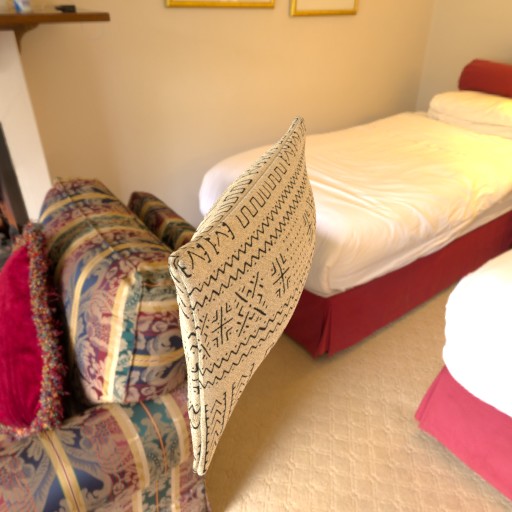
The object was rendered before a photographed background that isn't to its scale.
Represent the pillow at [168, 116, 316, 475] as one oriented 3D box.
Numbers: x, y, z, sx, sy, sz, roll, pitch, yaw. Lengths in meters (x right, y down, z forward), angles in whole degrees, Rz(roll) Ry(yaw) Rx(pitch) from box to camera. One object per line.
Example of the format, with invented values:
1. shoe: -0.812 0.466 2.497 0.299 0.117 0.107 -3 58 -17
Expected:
1. pillow: 0.000 0.000 0.788 0.188 0.352 0.637 9 32 14
